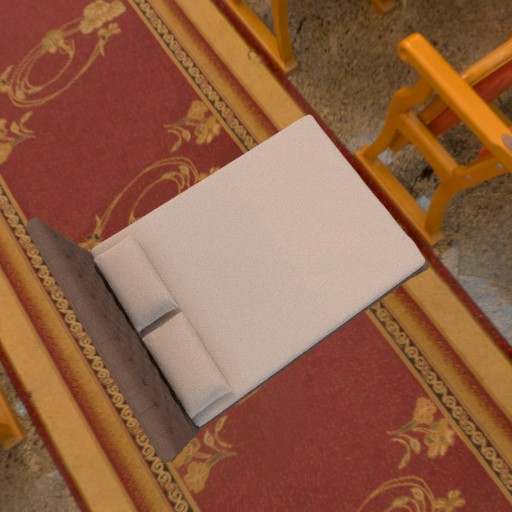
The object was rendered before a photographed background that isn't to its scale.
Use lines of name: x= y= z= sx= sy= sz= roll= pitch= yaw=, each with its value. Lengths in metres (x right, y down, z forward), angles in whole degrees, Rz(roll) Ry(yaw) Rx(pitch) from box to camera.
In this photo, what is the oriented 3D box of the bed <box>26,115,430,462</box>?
bed: x=0.000 y=0.000 z=3.424 sx=2.387 sy=1.427 sz=1.698 roll=-33 pitch=79 yaw=-8
